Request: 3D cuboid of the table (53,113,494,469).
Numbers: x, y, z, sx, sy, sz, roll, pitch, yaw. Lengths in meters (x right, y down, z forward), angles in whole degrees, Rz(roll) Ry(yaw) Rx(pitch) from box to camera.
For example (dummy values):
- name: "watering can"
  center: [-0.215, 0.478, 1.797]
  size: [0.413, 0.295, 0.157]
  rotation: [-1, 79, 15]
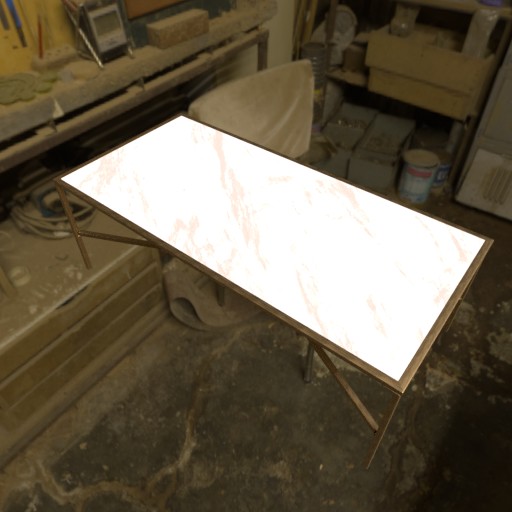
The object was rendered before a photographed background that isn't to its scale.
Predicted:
- name: "table"
  center: [0.000, 0.000, 1.449]
  size: [1.197, 0.405, 0.577]
  rotation: [29, 51, 26]
